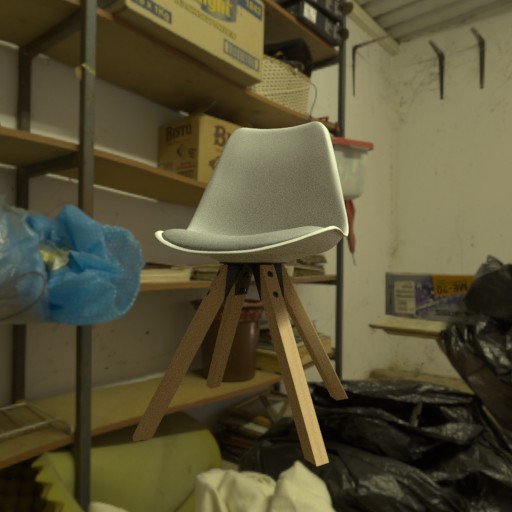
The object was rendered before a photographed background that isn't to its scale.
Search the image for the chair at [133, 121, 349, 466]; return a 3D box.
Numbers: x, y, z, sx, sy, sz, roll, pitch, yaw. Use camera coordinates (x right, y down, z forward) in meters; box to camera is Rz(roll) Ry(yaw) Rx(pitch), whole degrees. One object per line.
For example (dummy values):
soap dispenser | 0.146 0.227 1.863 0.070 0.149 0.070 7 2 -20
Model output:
chair | 0.000 0.000 1.196 0.485 0.850 0.550 0 0 17
